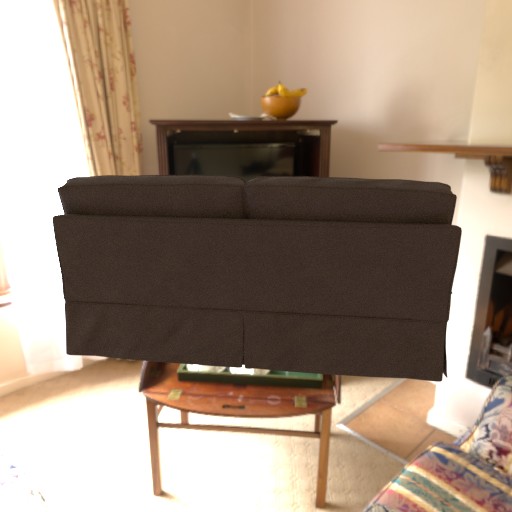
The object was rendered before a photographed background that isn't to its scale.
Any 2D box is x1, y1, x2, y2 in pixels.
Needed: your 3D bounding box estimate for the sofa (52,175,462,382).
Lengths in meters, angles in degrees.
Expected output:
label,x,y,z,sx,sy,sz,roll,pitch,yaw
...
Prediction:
label,x,y,z,sx,sy,sz,roll,pitch,yaw
sofa,0.000,0.000,2.880,2.256,1.094,0.983,2,16,8
